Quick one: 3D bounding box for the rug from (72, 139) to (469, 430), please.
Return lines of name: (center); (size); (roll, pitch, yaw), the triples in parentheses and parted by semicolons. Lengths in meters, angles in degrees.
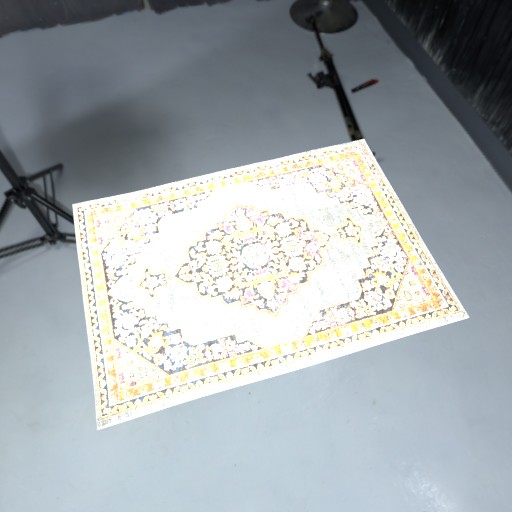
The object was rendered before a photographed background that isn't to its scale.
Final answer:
rug: (0.000, 0.000, 3.766); (2.901, 0.026, 2.043); (-14, 60, -9)
